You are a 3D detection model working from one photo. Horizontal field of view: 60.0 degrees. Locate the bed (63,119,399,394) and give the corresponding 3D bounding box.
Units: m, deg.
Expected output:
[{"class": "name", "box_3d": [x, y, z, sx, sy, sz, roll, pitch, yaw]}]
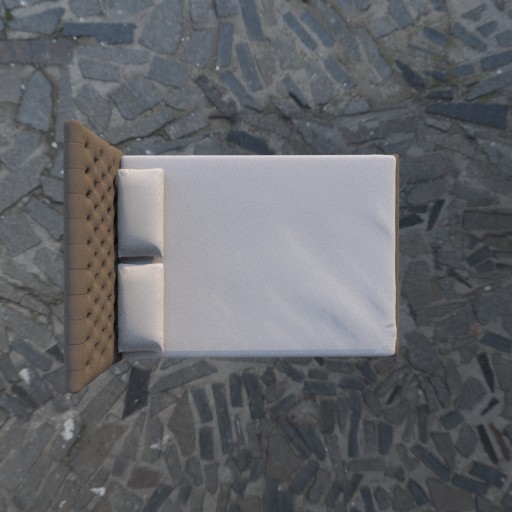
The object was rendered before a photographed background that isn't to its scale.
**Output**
[{"class": "bed", "box_3d": [0.000, 0.000, 3.408, 2.387, 1.427, 1.698, 0, 91, 0]}]
